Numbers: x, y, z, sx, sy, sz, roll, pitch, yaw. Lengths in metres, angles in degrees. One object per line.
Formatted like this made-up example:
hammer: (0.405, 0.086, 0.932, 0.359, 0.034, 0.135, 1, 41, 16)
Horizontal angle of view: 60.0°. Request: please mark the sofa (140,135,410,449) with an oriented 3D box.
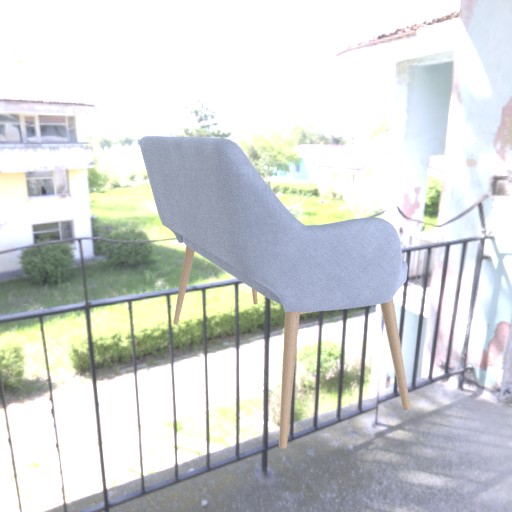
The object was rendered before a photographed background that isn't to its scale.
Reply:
sofa: (0.000, 0.000, 1.609, 0.610, 0.840, 1.150, -8, 18, -27)
